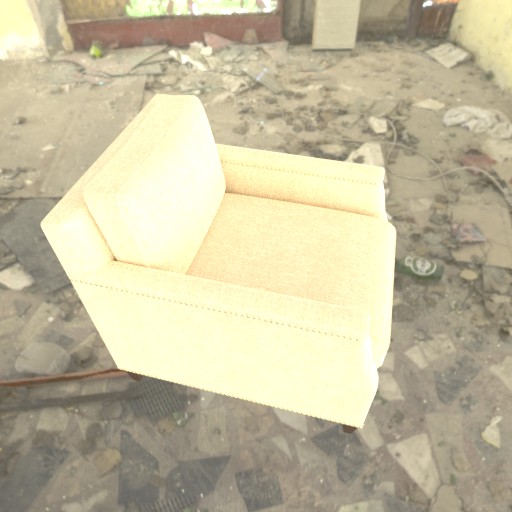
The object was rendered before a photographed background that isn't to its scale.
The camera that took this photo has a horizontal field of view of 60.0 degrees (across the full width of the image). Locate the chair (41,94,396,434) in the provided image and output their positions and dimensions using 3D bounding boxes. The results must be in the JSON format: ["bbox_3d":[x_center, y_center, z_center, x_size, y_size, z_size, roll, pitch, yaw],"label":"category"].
[{"bbox_3d":[0.000,0.000,1.719,1.041,0.940,0.838,10,47,10],"label":"chair"}]
